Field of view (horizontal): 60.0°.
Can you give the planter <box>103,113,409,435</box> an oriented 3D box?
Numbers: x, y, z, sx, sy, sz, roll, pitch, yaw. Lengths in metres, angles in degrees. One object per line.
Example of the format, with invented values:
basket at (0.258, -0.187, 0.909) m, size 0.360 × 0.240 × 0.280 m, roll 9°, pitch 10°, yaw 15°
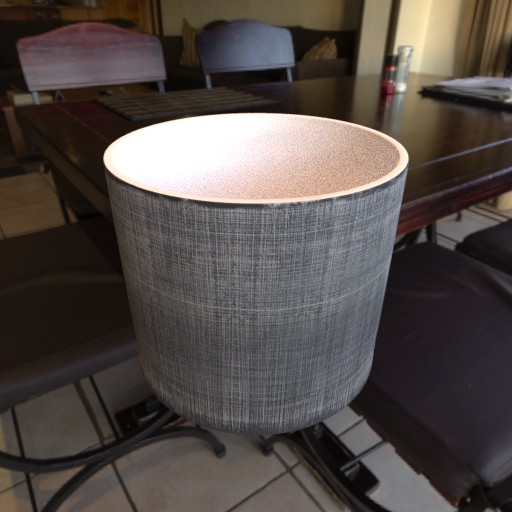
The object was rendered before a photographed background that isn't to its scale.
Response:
planter at (0.000, 0.000, 0.438) m, size 0.254 × 0.221 × 0.254 m, roll 0°, pitch 30°, yaw 0°
